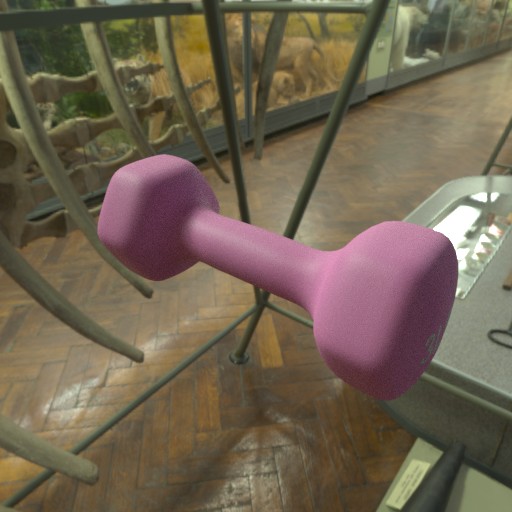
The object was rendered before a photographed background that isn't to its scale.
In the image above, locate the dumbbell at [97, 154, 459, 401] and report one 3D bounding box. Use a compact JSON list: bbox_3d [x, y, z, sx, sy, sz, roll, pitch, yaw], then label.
[{"bbox_3d":[0.000,0.000,0.191,0.159,0.058,0.064,22,37,33],"label":"dumbbell"}]
